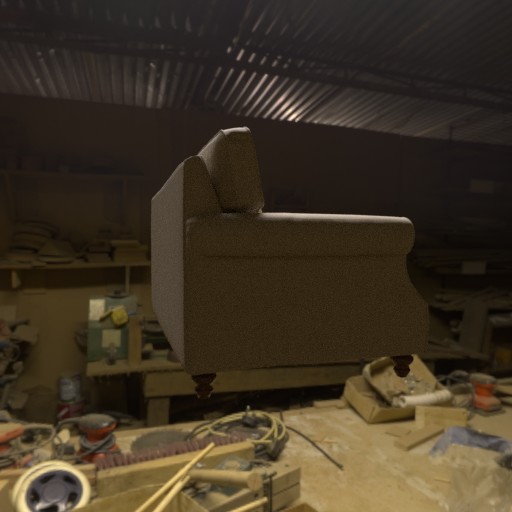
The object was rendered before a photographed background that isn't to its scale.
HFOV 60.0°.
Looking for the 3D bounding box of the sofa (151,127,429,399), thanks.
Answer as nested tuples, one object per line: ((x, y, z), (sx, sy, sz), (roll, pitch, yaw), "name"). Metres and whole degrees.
((0.000, 0.000, 2.290), (0.964, 0.937, 1.665), (-1, 2, -17), "sofa")
